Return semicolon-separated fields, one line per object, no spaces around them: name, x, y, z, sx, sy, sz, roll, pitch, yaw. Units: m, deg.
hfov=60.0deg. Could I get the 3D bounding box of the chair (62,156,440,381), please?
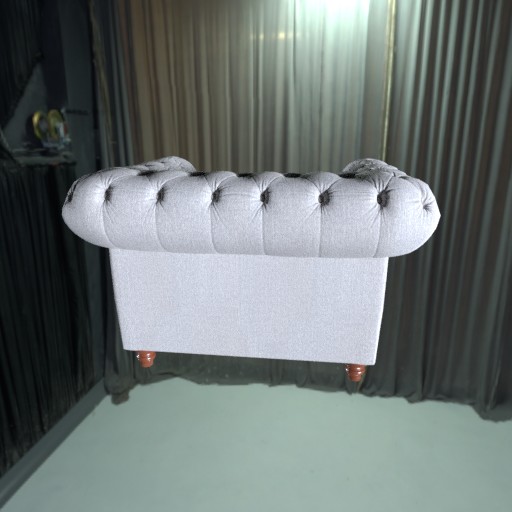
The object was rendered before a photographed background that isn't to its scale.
chair;0.000;0.000;1.868;1.270;0.770;0.976;2;16;7
